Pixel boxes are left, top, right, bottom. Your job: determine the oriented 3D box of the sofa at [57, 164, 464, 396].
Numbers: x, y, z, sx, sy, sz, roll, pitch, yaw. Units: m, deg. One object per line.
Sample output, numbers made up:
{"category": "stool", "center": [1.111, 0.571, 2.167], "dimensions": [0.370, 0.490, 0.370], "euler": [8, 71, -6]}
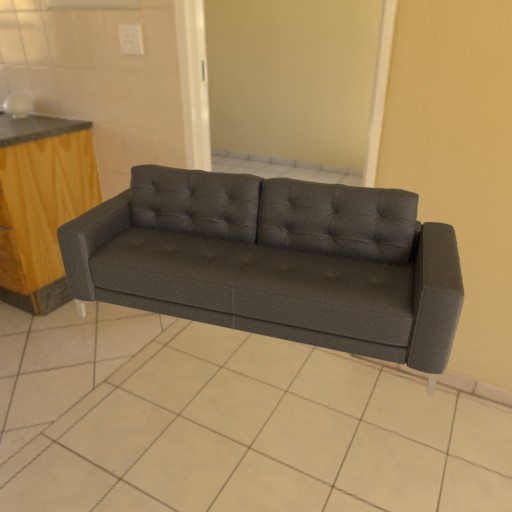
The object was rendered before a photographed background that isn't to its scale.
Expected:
{"category": "sofa", "center": [0.000, 0.000, 2.725], "dimensions": [2.275, 0.893, 0.833], "euler": [9, 29, 16]}
